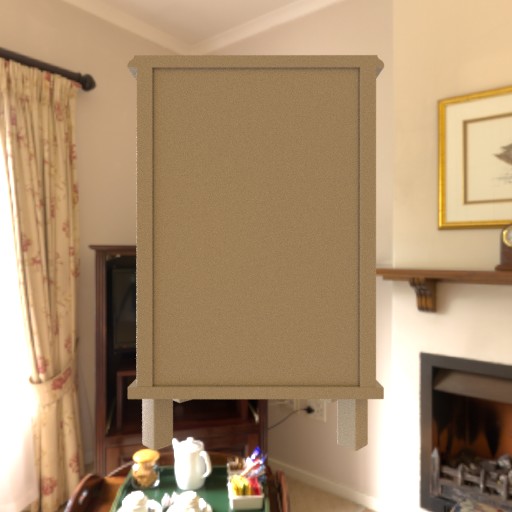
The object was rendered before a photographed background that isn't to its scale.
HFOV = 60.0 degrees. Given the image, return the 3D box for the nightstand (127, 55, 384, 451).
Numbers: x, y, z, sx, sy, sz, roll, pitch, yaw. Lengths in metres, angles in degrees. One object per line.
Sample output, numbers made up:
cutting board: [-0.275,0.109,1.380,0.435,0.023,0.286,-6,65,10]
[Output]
nightstand: [0.000,0.000,0.924,0.435,0.680,0.348,0,0,0]
